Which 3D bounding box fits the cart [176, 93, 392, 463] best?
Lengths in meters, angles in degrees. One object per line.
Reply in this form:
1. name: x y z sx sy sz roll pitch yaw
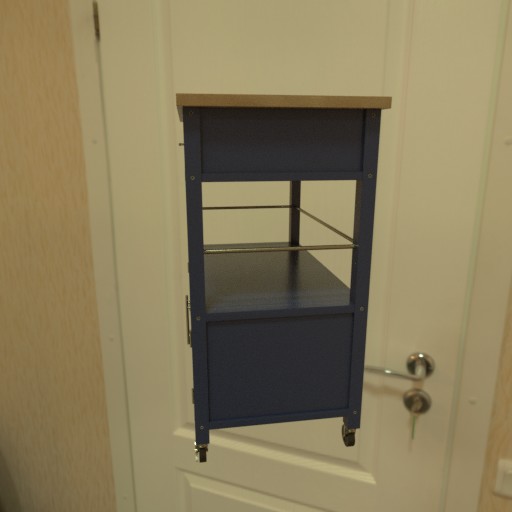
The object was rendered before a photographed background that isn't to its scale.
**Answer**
1. cart: 0.000 0.000 1.429 0.459 0.901 0.840 -2 15 -9
